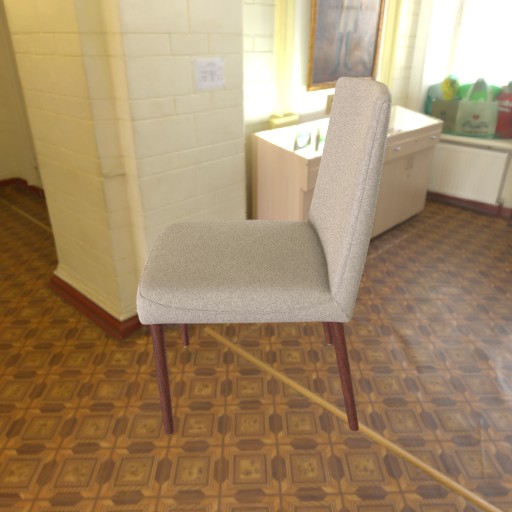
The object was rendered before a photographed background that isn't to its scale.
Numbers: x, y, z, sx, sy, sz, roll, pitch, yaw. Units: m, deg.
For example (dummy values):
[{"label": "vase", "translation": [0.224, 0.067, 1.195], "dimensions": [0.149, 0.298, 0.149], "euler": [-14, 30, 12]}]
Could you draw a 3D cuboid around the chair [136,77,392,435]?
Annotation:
[{"label": "chair", "translation": [0.000, 0.000, 1.168], "dimensions": [0.570, 0.859, 0.456], "euler": [-1, 26, -1]}]
